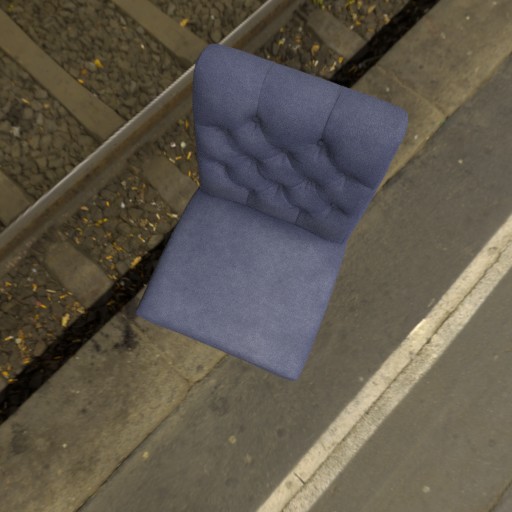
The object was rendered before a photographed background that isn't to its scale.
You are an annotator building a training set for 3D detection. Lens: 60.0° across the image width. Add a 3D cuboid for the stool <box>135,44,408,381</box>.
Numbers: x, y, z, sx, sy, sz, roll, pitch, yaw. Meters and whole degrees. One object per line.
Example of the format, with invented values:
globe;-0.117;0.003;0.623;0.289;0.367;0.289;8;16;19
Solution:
stool;0.000;0.000;1.335;0.493;1.010;0.601;22;76;6
